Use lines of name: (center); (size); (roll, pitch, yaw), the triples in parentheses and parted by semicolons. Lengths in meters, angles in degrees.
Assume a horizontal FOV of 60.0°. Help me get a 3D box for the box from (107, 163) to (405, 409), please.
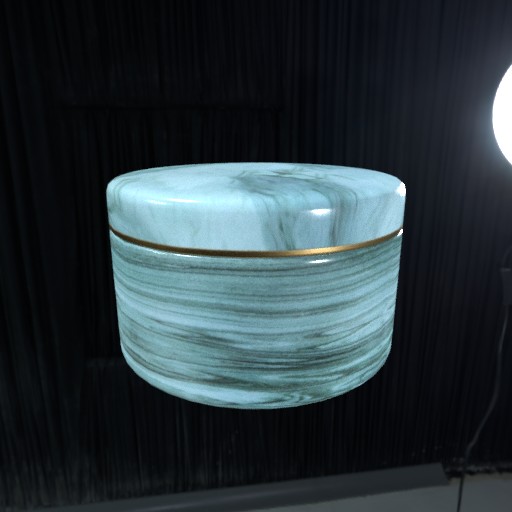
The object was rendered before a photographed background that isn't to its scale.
box: (0.000, 0.000, 0.165); (0.101, 0.063, 0.101); (0, 17, 0)
